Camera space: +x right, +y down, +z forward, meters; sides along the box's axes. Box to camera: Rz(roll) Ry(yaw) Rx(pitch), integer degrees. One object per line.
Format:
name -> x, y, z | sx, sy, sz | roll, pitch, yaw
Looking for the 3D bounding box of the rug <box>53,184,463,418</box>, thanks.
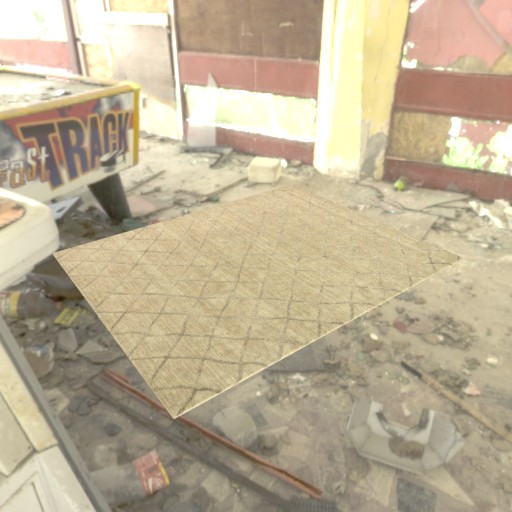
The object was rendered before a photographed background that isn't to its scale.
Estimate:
rug -> 0.000, 0.000, 4.196 | 3.038, 0.019, 2.420 | -21, 36, -32
